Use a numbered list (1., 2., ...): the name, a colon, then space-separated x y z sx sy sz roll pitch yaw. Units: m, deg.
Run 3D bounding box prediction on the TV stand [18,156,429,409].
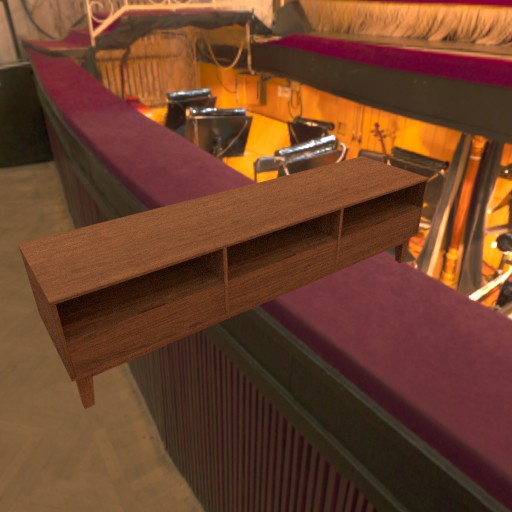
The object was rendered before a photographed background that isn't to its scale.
1. TV stand: 0.000 0.000 1.667 1.482 0.409 0.366 -20 35 -30
